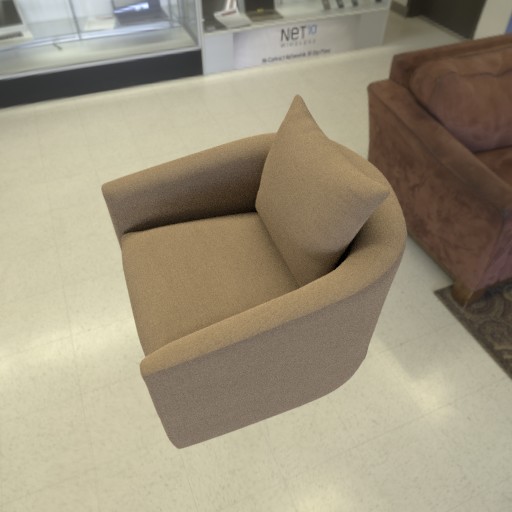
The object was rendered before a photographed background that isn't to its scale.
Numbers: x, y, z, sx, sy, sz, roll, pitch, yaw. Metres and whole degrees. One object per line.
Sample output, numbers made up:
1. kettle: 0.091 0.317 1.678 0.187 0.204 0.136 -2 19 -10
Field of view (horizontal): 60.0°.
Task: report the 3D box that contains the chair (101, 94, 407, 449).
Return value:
1. chair: 0.000 0.000 1.567 0.910 0.848 0.845 -15 49 -14
